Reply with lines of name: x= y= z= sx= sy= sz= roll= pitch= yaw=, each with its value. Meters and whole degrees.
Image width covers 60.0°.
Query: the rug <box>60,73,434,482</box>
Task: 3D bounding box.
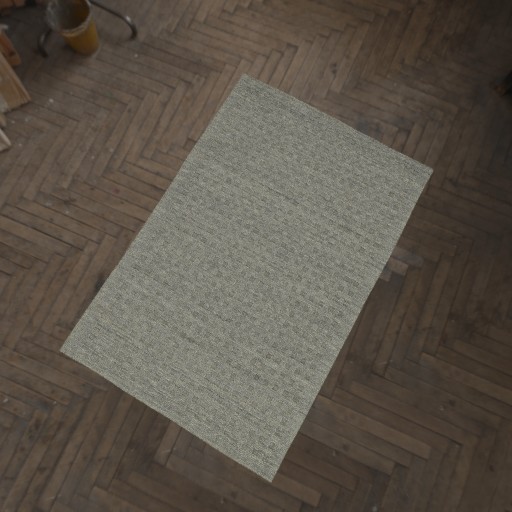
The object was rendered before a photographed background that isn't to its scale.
rug: x=0.000 y=0.000 z=2.925 sx=1.532 sy=0.018 sz=2.297 roll=29 pitch=79 yaw=6
